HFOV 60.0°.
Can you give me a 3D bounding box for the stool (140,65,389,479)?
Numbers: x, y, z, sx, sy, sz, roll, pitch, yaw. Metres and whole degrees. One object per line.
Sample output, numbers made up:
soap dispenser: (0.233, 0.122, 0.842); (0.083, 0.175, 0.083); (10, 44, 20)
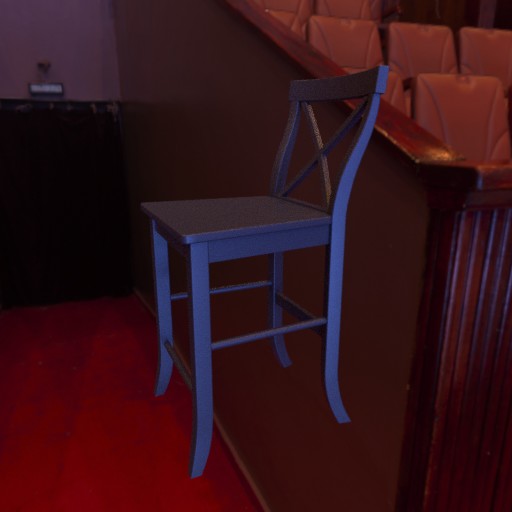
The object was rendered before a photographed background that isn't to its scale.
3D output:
stool: (0.000, 0.000, 1.270); (0.559, 0.989, 0.452); (-8, 18, -24)
